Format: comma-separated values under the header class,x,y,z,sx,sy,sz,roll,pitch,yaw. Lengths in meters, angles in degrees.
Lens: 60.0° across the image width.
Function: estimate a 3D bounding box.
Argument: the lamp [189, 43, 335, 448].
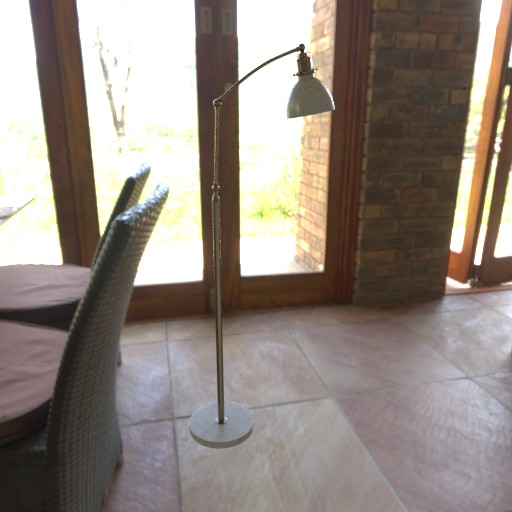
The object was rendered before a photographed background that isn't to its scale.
class,x,y,z,sx,sy,sz,roll,pitch,yaw
lamp,0.000,0.000,1.799,0.599,1.586,0.288,-3,17,-9
